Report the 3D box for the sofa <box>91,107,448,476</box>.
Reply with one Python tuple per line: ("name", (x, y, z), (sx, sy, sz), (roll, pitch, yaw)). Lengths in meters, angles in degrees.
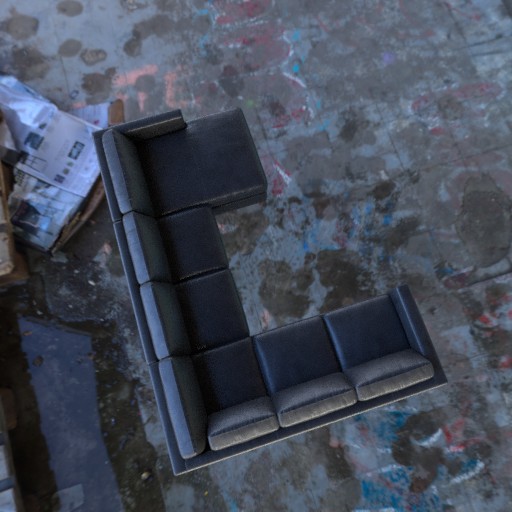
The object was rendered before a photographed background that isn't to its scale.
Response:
("sofa", (0.000, 0.000, 4.417), (2.452, 0.891, 3.324), (-17, 75, -5))
